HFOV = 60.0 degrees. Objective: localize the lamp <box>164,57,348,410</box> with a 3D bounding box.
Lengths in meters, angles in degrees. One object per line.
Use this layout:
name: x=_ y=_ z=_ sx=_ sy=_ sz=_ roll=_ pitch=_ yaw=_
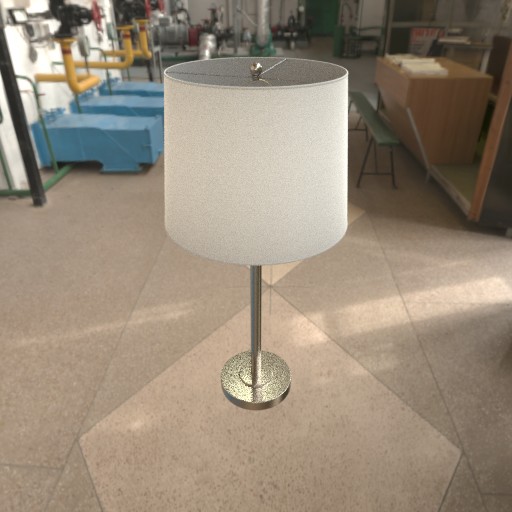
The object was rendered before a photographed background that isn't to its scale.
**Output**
lamp: x=0.000 y=0.000 z=0.862 sx=0.333 sy=0.696 sz=0.333 roll=0 pitch=31 yaw=0
